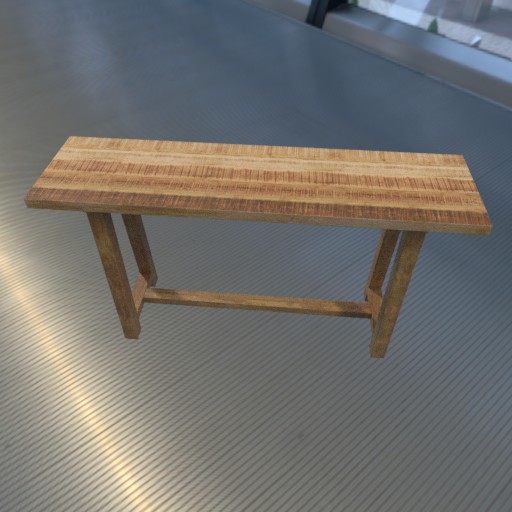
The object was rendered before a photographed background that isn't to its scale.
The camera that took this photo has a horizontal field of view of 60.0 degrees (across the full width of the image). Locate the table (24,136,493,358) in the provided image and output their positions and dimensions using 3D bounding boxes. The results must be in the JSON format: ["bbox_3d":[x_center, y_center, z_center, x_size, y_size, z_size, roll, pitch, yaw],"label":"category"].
[{"bbox_3d":[0.000,0.000,1.862,1.524,0.810,0.405,4,45,4],"label":"table"}]
